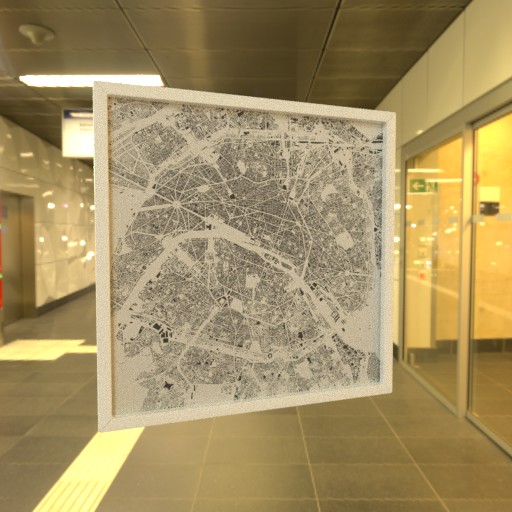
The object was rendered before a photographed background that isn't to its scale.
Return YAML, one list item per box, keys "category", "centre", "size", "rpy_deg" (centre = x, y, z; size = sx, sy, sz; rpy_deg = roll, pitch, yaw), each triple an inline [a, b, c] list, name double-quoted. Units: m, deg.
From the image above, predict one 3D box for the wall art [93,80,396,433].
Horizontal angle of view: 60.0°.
- category: "wall art"
  centre: [0.000, 0.000, 0.448]
  size: [0.305, 0.305, 0.038]
  rpy_deg: [-1, 3, -19]
